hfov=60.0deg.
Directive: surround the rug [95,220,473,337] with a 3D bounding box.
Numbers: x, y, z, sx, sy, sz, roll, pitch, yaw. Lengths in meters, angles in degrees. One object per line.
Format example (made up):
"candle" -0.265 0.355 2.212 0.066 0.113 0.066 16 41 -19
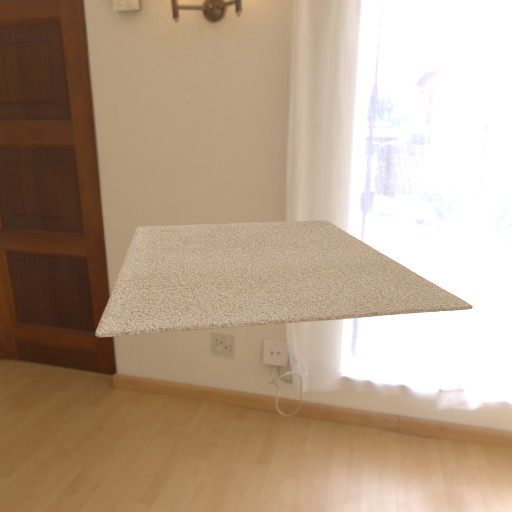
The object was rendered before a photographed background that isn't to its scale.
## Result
"rug" 0.000 0.000 4.203 2.438 0.029 3.047 -3 16 -10
